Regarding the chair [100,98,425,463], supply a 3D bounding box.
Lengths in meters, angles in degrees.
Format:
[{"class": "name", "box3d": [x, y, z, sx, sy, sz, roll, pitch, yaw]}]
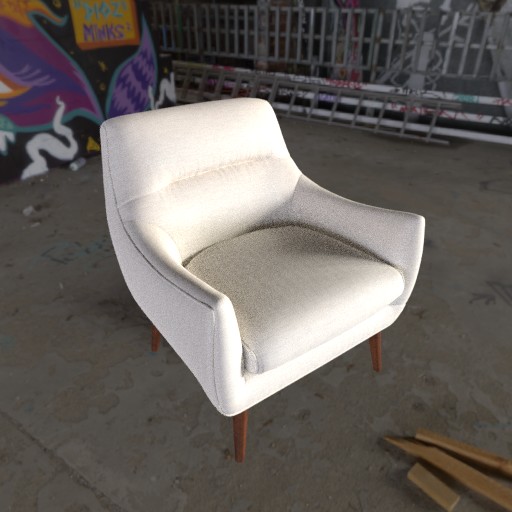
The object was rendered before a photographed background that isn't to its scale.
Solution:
[{"class": "chair", "box3d": [0.000, 0.000, 1.429, 0.762, 0.838, 0.787, -21, 36, -31]}]
